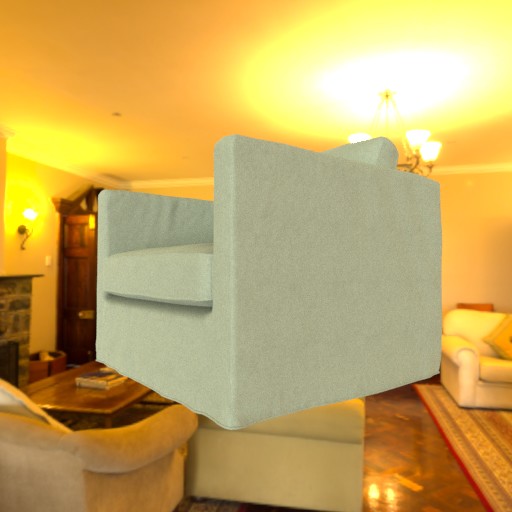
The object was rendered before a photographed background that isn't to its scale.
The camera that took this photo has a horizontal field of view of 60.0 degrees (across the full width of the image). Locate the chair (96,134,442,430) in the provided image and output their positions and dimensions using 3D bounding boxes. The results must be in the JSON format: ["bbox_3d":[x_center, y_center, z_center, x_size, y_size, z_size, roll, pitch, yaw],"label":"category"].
[{"bbox_3d":[0.000,0.000,1.734,0.949,0.863,1.057,1,-2,-37],"label":"chair"}]
